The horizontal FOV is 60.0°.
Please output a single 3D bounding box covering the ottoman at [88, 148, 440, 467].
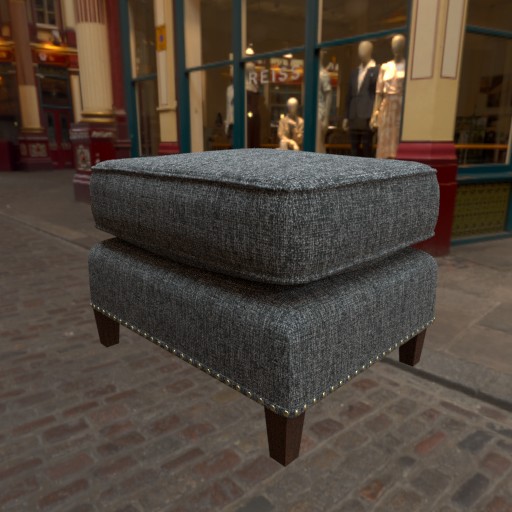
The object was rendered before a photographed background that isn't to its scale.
[{"bbox_3d":[0.000,0.000,1.138,0.738,0.537,0.589,15,21,43],"label":"ottoman"}]
